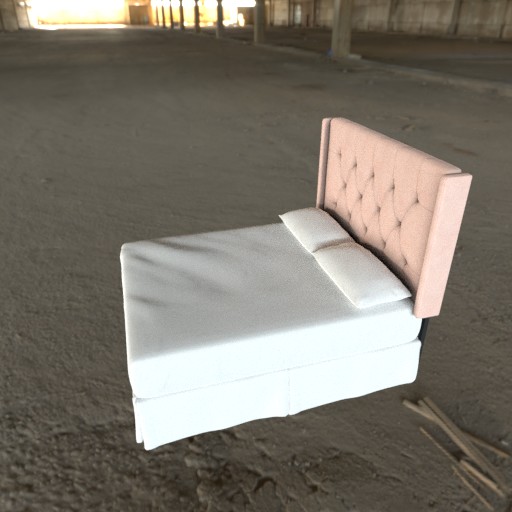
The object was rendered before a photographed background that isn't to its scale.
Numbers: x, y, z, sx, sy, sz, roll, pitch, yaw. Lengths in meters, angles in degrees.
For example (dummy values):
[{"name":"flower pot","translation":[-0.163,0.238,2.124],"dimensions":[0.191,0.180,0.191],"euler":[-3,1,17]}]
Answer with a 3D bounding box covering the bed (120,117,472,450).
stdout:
[{"name":"bed","translation":[0.000,0.000,3.366],"dimensions":[2.066,1.665,1.719],"euler":[-8,30,-14]}]
